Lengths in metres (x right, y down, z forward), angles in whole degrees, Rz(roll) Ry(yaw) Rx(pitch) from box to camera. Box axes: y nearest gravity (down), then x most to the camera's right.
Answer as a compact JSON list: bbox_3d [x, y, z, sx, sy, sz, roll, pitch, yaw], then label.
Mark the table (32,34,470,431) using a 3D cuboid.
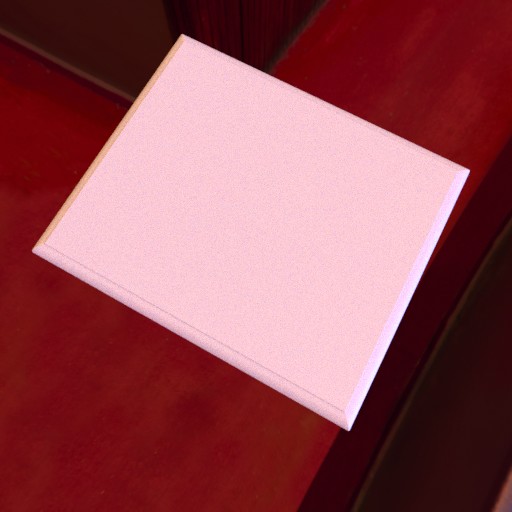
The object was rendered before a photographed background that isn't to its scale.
[{"bbox_3d":[0.000,0.000,0.835,0.460,0.531,0.381,28,78,7],"label":"table"}]
